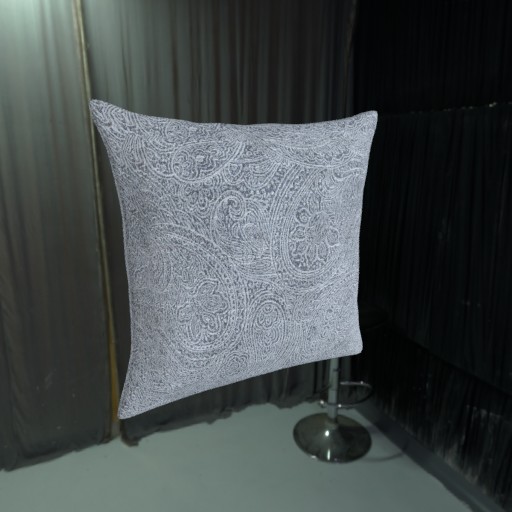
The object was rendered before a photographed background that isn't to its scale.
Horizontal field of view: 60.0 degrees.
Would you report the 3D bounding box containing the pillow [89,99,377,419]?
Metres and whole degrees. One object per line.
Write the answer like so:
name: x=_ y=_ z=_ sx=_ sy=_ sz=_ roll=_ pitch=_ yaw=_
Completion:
pillow: x=0.000 y=0.000 z=0.794 sx=0.523 sy=0.510 sz=0.166 roll=-7 pitch=16 yaw=-26
